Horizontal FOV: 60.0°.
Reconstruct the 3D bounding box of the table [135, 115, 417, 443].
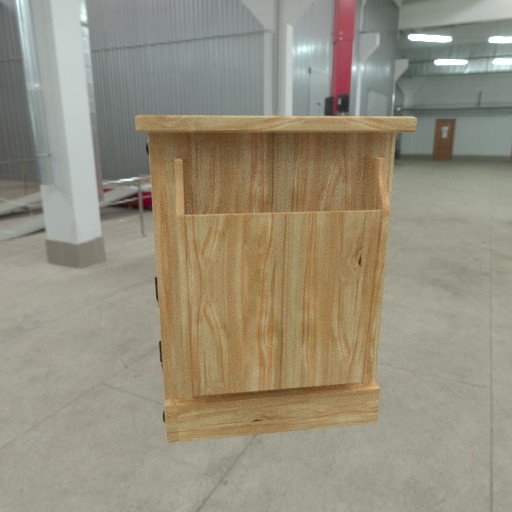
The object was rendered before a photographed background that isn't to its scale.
[{"bbox_3d":[0.000,0.000,0.878,0.380,0.515,0.530,-2,16,-8],"label":"table"}]
